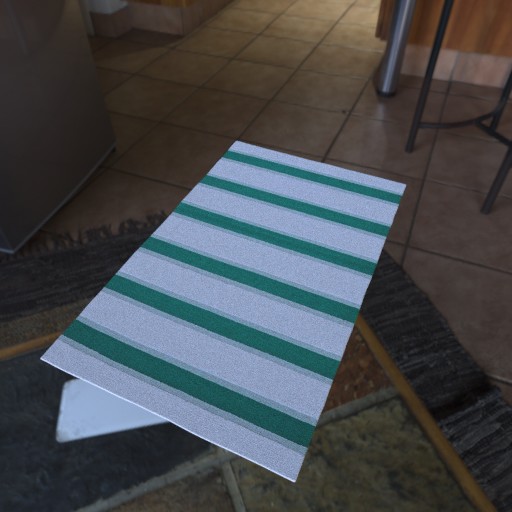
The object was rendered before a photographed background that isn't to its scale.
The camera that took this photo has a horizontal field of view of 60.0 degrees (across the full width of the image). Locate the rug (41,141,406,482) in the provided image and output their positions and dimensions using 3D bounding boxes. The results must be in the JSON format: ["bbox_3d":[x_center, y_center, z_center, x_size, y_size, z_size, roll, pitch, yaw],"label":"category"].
[{"bbox_3d":[0.000,0.000,2.999,1.521,0.015,2.436,19,49,17],"label":"rug"}]
